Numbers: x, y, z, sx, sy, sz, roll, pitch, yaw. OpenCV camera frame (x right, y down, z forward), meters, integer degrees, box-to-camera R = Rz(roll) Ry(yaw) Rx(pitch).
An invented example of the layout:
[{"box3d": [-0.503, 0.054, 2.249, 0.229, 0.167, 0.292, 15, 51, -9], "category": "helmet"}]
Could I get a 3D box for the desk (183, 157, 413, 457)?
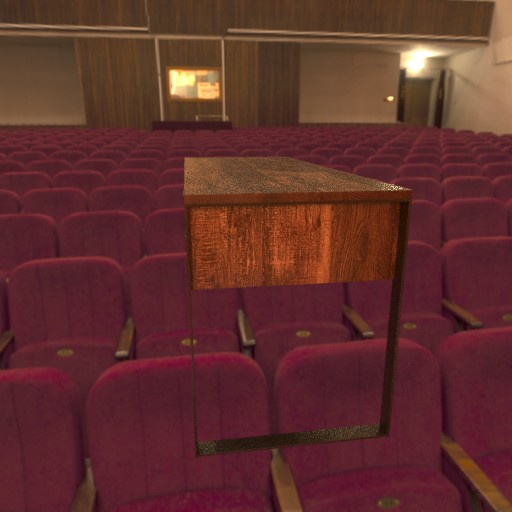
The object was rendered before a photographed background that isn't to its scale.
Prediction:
[{"box3d": [0.000, 0.000, 1.948, 0.599, 0.762, 1.524, -2, 16, -8], "category": "desk"}]
